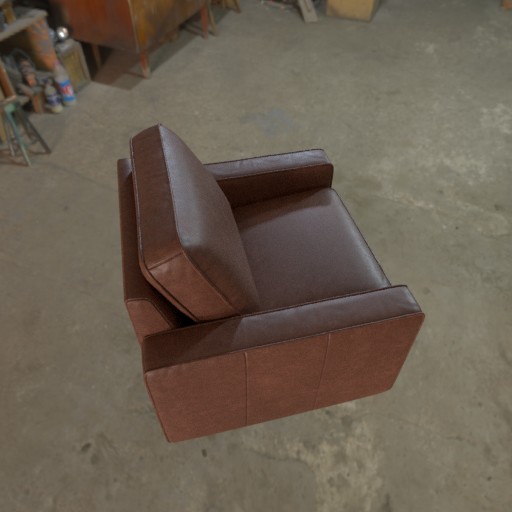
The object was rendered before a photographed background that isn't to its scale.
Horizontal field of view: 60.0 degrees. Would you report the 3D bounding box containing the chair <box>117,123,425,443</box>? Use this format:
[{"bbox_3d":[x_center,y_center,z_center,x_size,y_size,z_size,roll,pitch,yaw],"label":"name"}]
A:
[{"bbox_3d":[0.000,0.000,1.776,0.940,0.919,1.017,-10,48,-9],"label":"chair"}]
